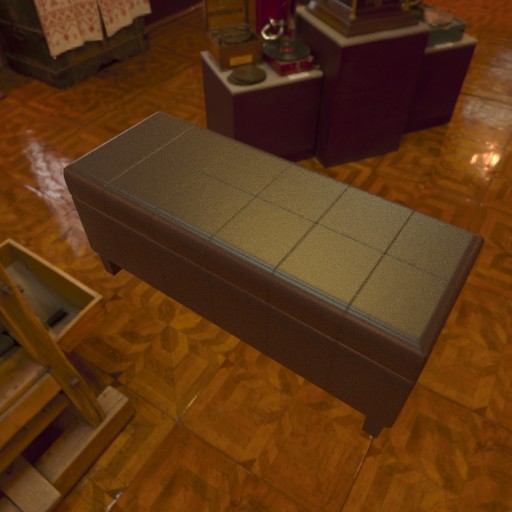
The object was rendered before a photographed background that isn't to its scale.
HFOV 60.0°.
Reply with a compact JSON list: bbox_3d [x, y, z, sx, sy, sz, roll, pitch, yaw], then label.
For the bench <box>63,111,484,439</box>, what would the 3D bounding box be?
[{"bbox_3d":[0.000,0.000,1.336,1.092,0.457,0.429,27,52,23],"label":"bench"}]
